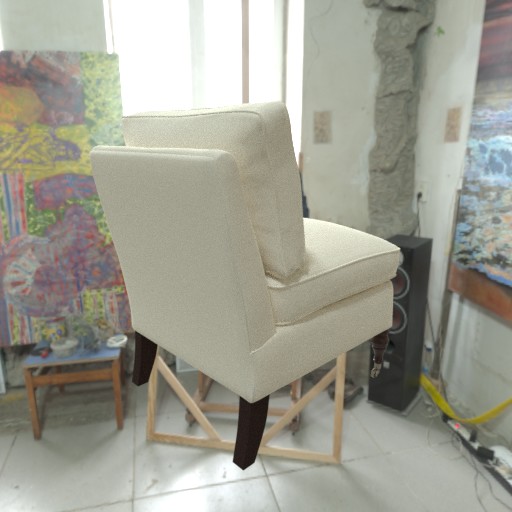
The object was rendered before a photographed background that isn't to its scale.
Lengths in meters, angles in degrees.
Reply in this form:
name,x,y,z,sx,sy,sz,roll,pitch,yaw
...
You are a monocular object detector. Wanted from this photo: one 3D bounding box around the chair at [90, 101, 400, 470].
name,x,y,z,sx,sy,sz,roll,pitch,yaw
chair,0.000,0.000,1.408,0.781,0.887,0.630,-14,20,-41
